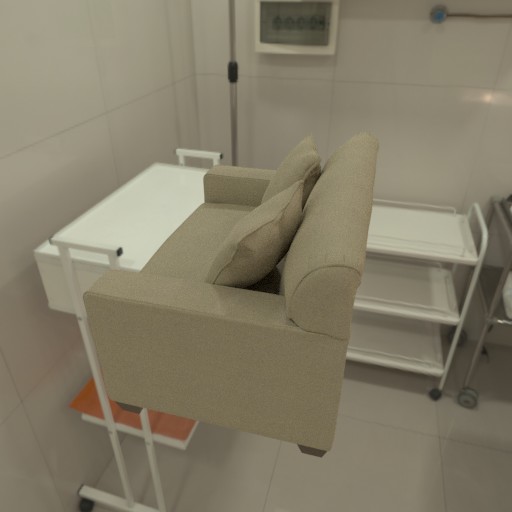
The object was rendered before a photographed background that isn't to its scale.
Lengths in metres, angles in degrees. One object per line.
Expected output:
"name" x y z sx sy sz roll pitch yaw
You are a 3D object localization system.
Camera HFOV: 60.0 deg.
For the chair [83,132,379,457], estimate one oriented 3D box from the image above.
"chair" 0.000 0.000 2.124 1.000 0.948 1.383 8 32 13
